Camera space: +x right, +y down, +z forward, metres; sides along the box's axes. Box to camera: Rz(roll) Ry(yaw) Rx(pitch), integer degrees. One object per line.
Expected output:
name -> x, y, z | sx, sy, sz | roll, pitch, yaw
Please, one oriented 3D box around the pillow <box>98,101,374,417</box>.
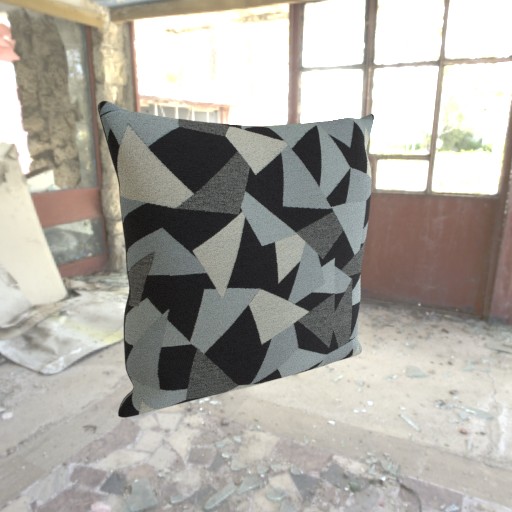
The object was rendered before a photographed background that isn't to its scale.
pillow -> 0.000, 0.000, 0.770 | 0.503, 0.496, 0.208 | -8, 17, -26
